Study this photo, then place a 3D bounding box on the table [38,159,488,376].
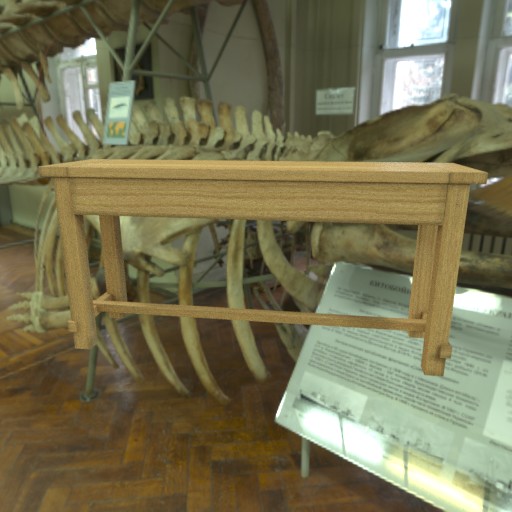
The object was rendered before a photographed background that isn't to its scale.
[{"bbox_3d":[0.000,0.000,1.872,1.599,0.762,0.442,2,16,8],"label":"table"}]
